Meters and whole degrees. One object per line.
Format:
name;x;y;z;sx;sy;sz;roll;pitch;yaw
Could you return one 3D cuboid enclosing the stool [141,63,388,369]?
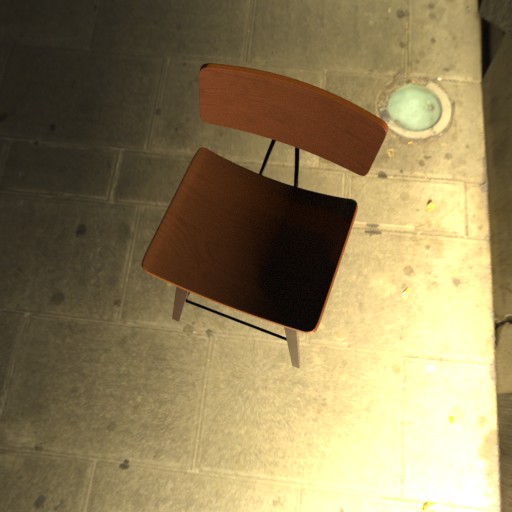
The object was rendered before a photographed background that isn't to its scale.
stool;0.000;0.000;1.232;0.509;0.969;0.440;20;76;5
